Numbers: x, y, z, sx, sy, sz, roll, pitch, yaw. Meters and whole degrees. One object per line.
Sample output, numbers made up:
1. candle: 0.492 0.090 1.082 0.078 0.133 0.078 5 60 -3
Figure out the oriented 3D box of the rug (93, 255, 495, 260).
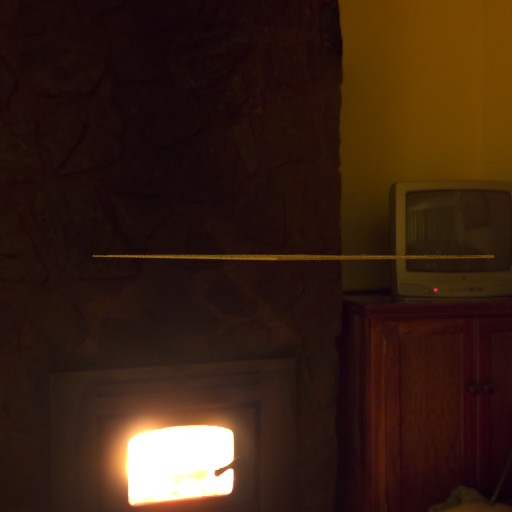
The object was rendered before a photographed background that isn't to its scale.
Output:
1. rug: 0.000 0.000 3.010 1.521 0.015 2.436 0 0 -35
